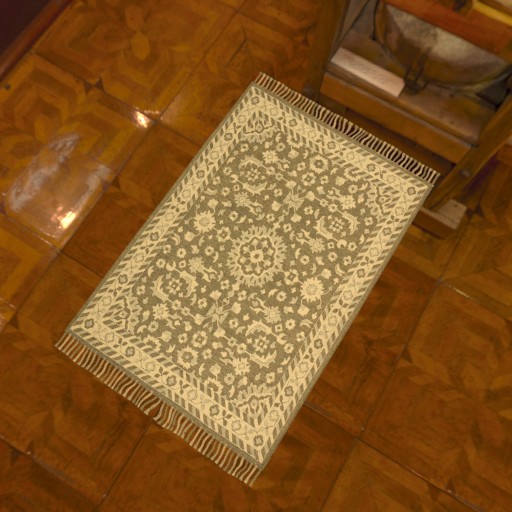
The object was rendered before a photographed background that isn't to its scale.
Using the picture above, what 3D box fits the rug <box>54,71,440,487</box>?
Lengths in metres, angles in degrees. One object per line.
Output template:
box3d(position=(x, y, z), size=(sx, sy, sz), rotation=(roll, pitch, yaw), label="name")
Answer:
box3d(position=(0.000, 0.000, 2.979), size=(1.530, 0.025, 2.431), rotation=(32, 78, 8), label="rug")
